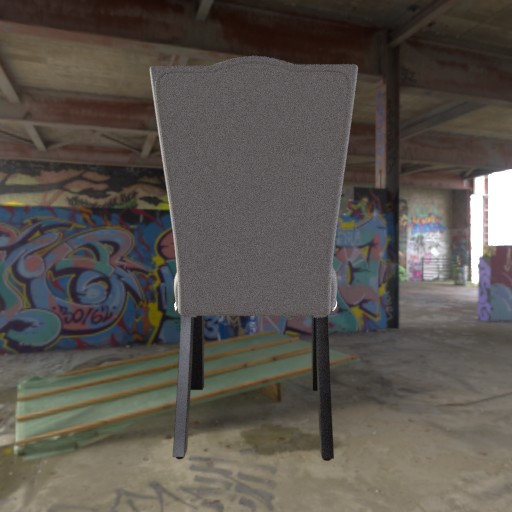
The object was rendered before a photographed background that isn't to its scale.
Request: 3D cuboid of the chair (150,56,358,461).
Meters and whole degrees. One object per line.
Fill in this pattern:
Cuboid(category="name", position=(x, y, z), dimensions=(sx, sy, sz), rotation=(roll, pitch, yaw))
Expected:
Cuboid(category="chair", position=(0.000, 0.000, 1.311), dimensions=(0.518, 0.946, 0.589), rotation=(0, 0, 1))
